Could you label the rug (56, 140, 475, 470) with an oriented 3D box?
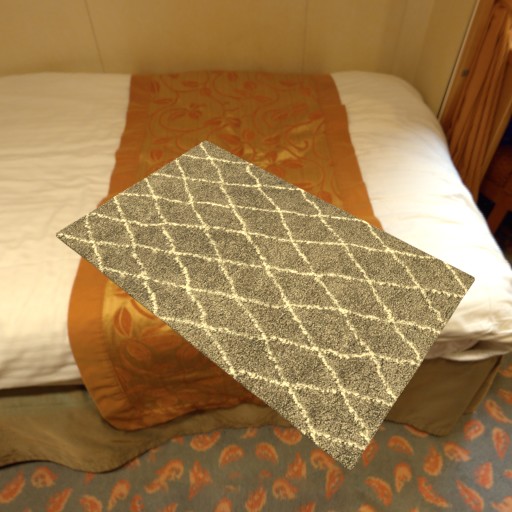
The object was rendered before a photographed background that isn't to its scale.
[{"bbox_3d":[0.000,0.000,2.998,2.438,0.030,1.524,32,55,25],"label":"rug"}]
